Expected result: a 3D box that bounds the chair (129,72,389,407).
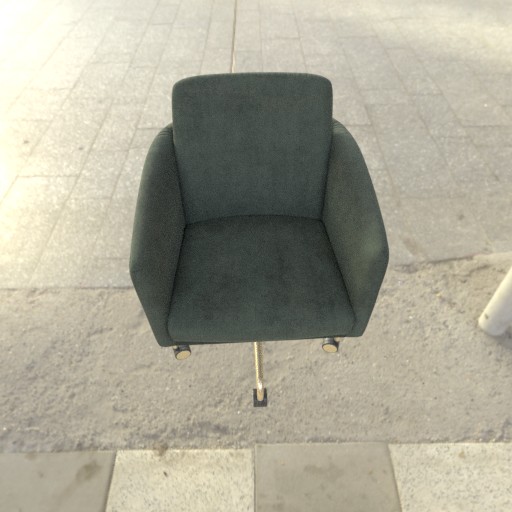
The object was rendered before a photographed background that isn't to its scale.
[{"bbox_3d":[0.000,0.000,1.380,0.641,0.908,0.635,-2,47,-2],"label":"chair"}]
